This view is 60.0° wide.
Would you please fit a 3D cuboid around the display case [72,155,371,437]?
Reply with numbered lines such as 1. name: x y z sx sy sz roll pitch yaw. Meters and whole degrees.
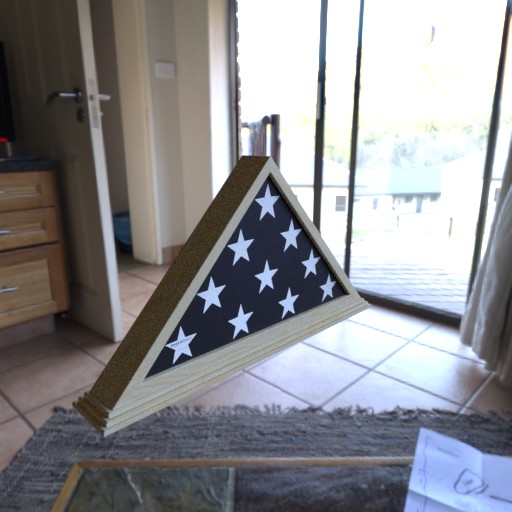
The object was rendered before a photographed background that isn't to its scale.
1. display case: 0.000 0.000 0.771 0.640 0.340 0.095 -14 20 -43
